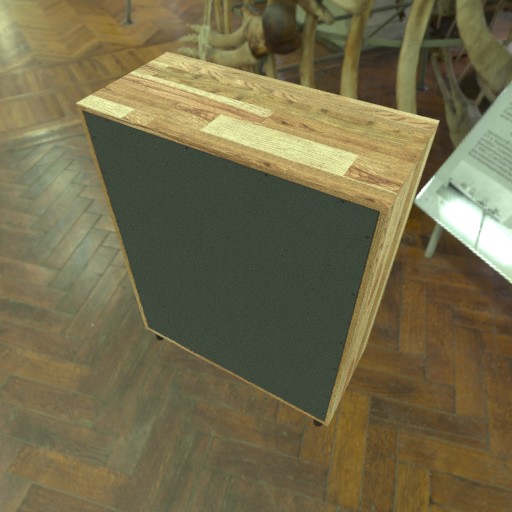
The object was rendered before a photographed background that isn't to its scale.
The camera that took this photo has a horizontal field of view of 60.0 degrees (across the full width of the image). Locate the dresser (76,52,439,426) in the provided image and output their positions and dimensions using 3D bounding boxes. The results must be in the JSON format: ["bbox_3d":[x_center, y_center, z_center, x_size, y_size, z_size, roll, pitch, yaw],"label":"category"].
[{"bbox_3d":[0.000,0.000,1.744,0.966,1.243,0.480,23,50,20],"label":"dresser"}]
